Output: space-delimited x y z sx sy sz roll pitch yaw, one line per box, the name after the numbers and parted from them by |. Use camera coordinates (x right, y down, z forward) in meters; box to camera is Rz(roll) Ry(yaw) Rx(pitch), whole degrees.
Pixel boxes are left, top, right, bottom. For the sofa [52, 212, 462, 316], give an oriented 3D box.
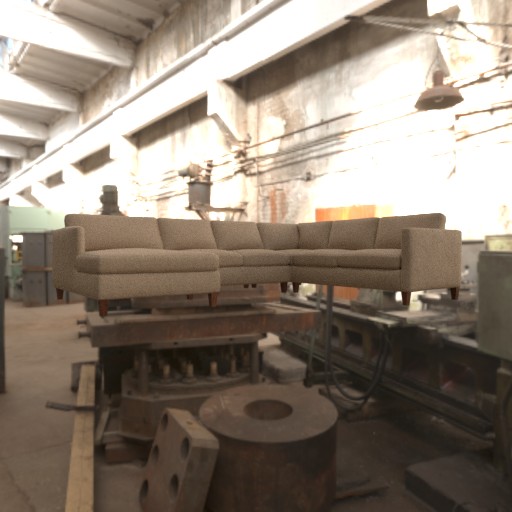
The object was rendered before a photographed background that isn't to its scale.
0.000 0.000 4.522 3.403 0.889 2.551 0 1 -36 | sofa
